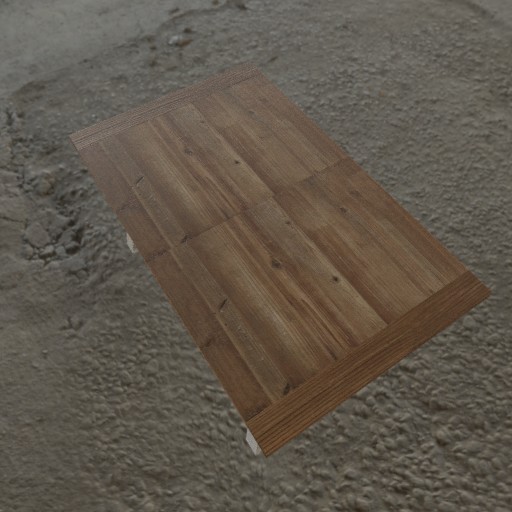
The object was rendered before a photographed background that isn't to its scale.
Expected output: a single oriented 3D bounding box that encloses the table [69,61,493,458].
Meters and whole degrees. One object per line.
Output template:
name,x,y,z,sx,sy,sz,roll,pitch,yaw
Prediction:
table,0.000,0.000,2.007,0.922,0.743,1.503,-29,63,-17
